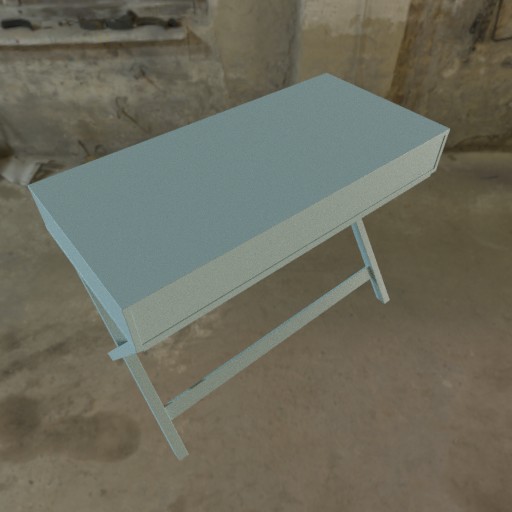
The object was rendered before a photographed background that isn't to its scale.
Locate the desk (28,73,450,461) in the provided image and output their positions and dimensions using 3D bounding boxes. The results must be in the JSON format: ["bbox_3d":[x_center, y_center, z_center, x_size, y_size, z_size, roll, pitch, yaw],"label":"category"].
[{"bbox_3d":[0.000,0.000,1.477,1.059,0.780,0.509,-30,52,-26],"label":"desk"}]
